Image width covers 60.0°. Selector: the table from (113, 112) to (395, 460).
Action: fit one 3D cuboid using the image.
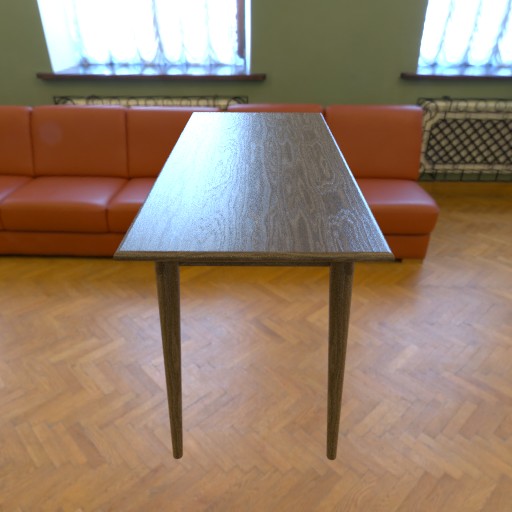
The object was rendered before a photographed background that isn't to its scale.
[{"bbox_3d":[0.000,0.000,1.694,0.599,0.780,1.300,0,31,0],"label":"table"}]
